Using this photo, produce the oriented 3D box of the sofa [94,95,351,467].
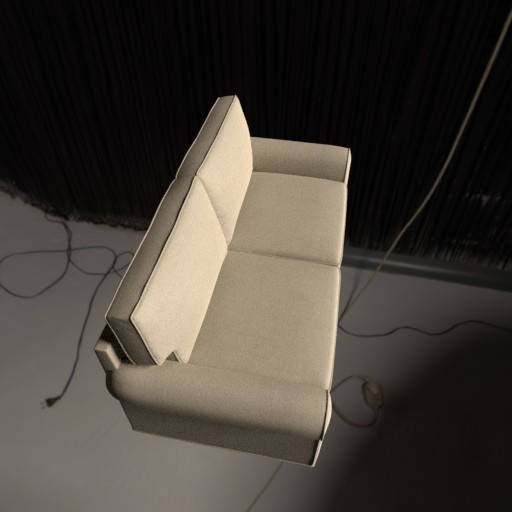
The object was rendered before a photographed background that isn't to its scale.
[{"bbox_3d":[0.000,0.000,2.242,0.861,0.933,1.774,8,47,7],"label":"sofa"}]
